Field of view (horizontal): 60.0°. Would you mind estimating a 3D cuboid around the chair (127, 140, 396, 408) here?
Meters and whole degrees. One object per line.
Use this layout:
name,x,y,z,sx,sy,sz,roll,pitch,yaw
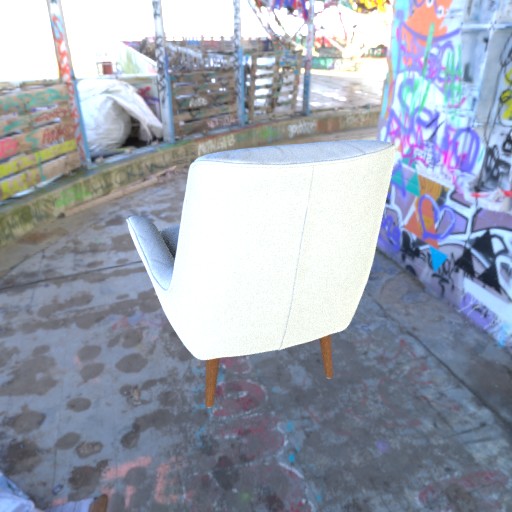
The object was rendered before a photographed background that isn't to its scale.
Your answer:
chair,0.000,0.000,1.491,0.787,0.888,0.822,-9,28,-16
